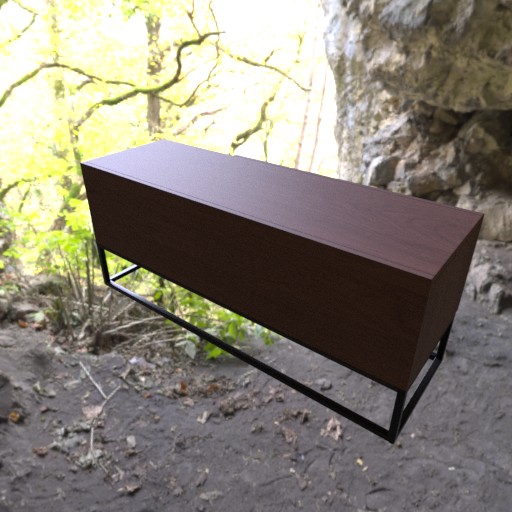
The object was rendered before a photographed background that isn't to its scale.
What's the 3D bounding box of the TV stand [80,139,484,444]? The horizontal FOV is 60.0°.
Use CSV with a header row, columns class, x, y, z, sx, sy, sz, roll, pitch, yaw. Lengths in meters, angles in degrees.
class,x,y,z,sx,sy,sz,roll,pitch,yaw
TV stand,0.000,0.000,1.458,1.200,0.500,0.415,21,36,32
